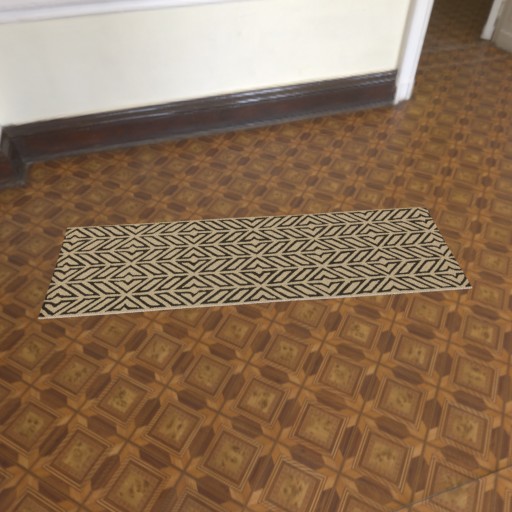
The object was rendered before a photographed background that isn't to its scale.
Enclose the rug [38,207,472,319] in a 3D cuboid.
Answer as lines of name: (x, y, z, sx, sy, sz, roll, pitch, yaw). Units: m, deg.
rug: (0.000, 0.000, 2.738, 2.435, 0.009, 0.750, -4, 45, -4)
